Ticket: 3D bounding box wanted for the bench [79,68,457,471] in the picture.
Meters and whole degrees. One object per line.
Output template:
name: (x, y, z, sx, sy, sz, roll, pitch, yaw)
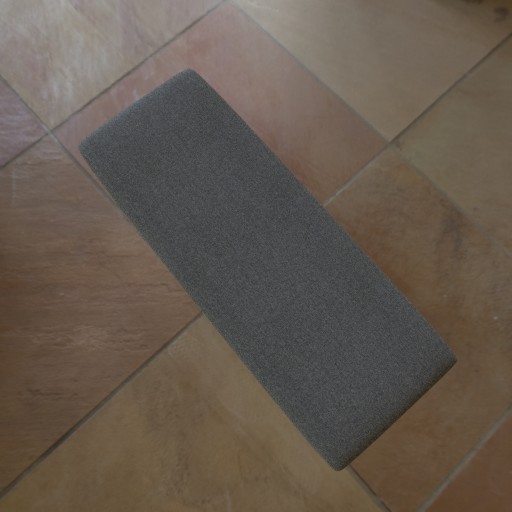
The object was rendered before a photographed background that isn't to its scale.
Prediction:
bench: (0.000, 0.000, 1.847, 0.631, 0.384, 1.598, -39, 79, -9)
